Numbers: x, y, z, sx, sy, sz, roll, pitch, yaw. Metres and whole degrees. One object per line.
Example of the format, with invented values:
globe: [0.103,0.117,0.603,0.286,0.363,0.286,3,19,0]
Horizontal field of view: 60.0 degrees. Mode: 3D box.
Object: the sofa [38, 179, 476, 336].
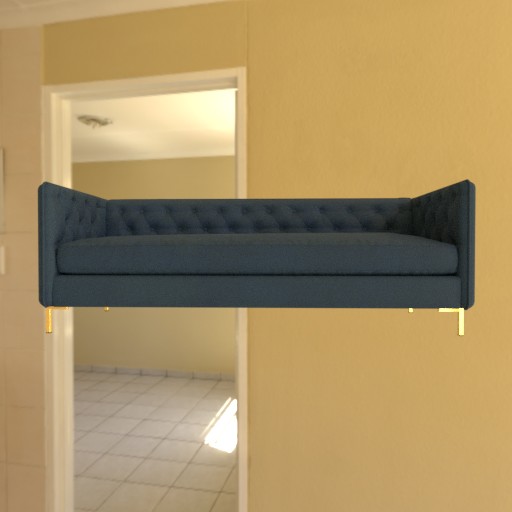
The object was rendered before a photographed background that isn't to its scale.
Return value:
sofa: [0.000,0.000,2.614,2.209,0.771,0.895,0,1,2]
